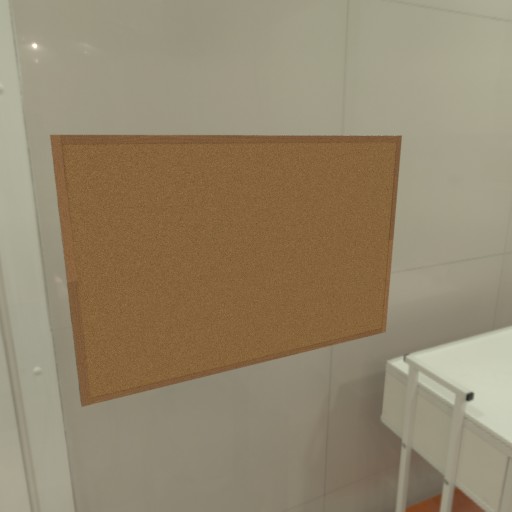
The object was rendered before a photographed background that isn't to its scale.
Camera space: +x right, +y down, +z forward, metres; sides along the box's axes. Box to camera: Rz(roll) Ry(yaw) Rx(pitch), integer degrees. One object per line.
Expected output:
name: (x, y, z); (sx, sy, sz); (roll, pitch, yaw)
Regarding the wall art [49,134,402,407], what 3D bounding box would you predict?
wall art: (0.000, 0.000, 1.441); (1.141, 0.758, 0.035); (-7, 17, -25)
